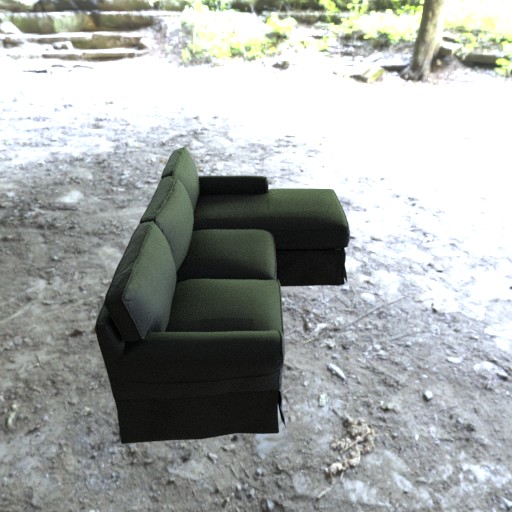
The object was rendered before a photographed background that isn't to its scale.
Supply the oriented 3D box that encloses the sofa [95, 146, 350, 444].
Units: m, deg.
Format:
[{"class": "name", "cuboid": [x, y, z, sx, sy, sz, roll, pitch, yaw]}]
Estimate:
[{"class": "sofa", "cuboid": [0.000, 0.000, 3.364, 1.637, 1.039, 2.518, 0, 31, -1]}]
